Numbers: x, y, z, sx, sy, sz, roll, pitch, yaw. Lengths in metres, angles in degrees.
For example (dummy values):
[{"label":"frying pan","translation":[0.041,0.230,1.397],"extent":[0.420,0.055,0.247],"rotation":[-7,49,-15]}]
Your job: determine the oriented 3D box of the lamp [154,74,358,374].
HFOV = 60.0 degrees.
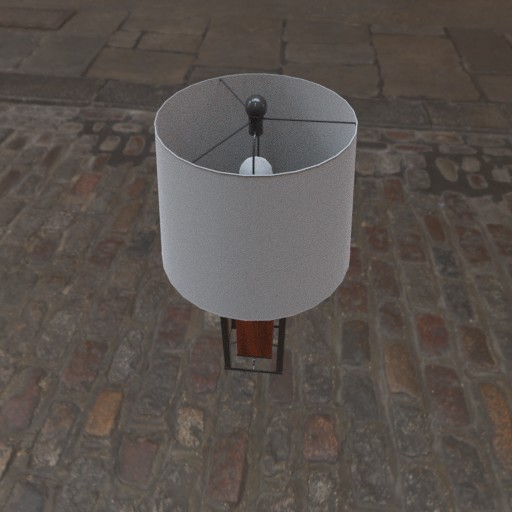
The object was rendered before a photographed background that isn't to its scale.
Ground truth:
[{"label":"lamp","translation":[0.000,0.000,0.781],"extent":[0.320,0.591,0.320],"rotation":[0,46,0]}]
